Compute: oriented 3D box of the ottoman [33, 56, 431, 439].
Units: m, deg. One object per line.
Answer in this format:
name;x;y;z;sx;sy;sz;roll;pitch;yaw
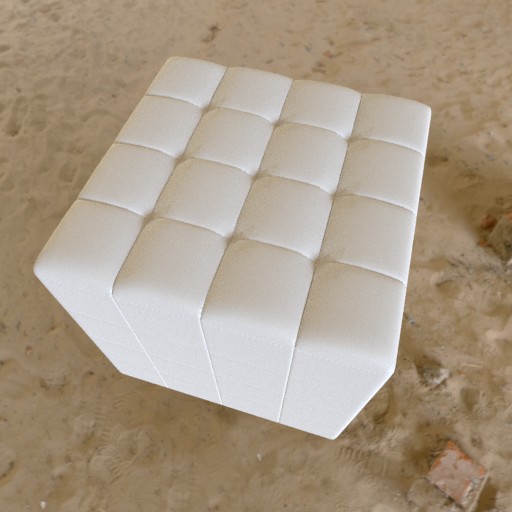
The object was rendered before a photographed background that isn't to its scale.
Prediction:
ottoman;0.000;0.000;0.758;0.425;0.432;0.425;15;60;9
